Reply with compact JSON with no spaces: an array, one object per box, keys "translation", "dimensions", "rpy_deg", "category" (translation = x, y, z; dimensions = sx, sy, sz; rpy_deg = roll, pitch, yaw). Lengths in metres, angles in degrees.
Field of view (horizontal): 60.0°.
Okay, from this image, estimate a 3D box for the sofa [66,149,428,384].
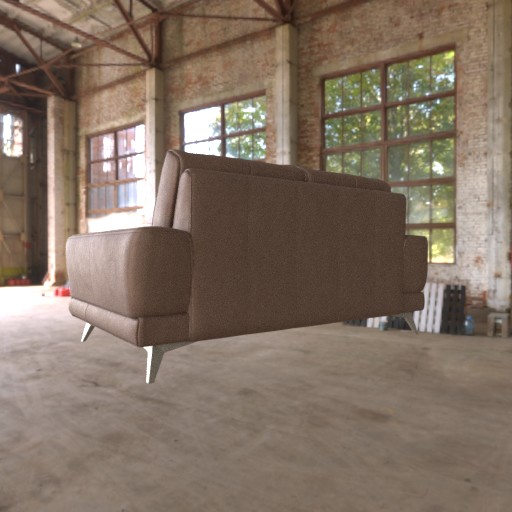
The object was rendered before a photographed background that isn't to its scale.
[{"translation":[0.000,0.000,2.459],"dimensions":[1.806,0.907,1.018],"rpy_deg":[0,1,-36],"category":"sofa"}]
